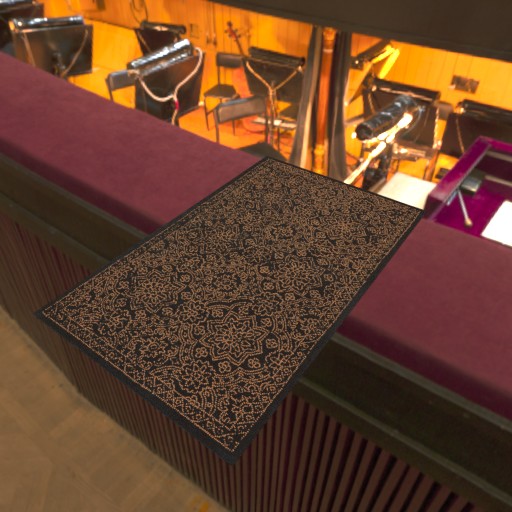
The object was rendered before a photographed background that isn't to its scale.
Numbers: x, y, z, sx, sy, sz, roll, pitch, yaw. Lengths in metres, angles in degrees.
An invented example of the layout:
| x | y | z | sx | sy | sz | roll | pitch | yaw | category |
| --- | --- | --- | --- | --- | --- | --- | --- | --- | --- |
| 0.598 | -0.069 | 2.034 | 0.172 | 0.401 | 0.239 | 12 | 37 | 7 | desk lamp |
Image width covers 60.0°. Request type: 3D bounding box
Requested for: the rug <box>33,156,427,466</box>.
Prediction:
| x | y | z | sx | sy | sz | roll | pitch | yaw | category |
| --- | --- | --- | --- | --- | --- | --- | --- | --- | --- |
| 0.000 | 0.000 | 3.055 | 1.526 | 0.015 | 2.441 | 25 | 47 | 27 | rug |
